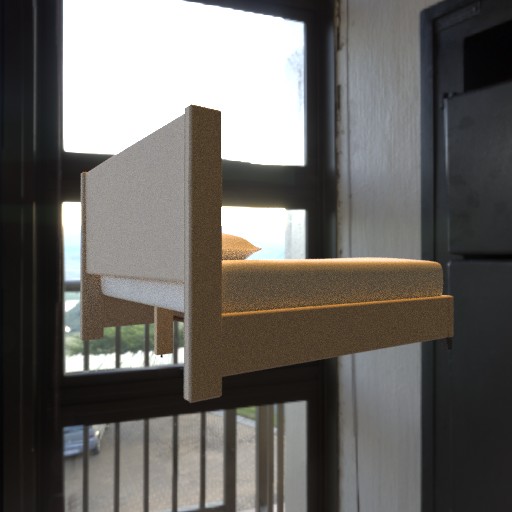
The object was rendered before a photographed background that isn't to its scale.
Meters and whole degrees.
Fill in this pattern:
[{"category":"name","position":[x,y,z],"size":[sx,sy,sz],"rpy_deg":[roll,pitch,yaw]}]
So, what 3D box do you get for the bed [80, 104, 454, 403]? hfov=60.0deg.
[{"category":"bed","position":[0.000,0.000,3.695],"size":[2.293,1.471,2.145],"rpy_deg":[0,-1,-35]}]
